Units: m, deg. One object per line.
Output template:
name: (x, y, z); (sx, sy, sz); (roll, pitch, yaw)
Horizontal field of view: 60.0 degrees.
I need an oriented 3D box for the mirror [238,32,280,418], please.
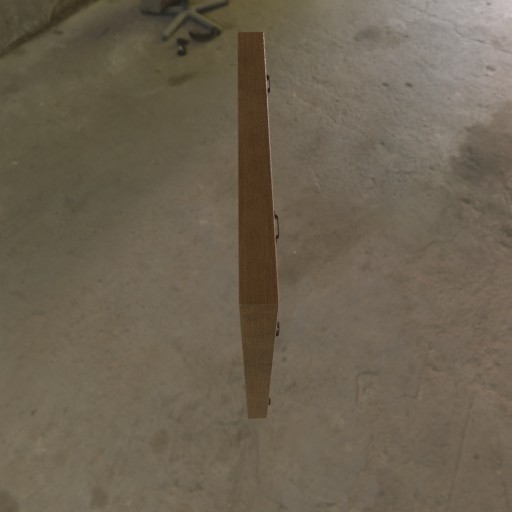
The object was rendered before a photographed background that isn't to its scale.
mirror: (0.000, 0.000, 0.717); (0.041, 0.509, 0.406); (-1, 59, -1)
